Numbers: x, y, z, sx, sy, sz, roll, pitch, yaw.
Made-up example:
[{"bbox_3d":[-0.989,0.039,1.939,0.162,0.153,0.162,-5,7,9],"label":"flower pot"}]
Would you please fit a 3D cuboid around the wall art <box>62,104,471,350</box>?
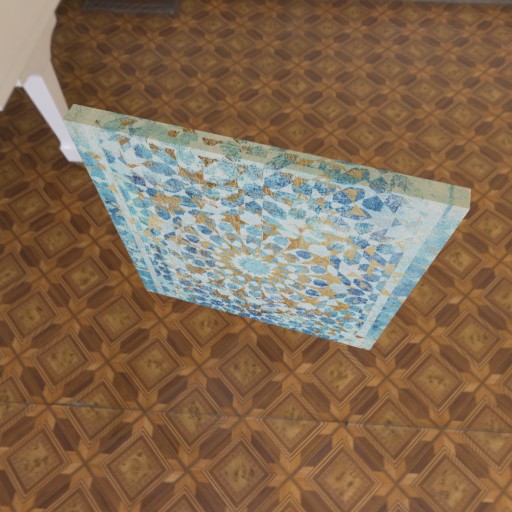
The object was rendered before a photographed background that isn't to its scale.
[{"bbox_3d":[0.000,0.000,0.911,0.609,0.609,0.040,14,61,8],"label":"wall art"}]
